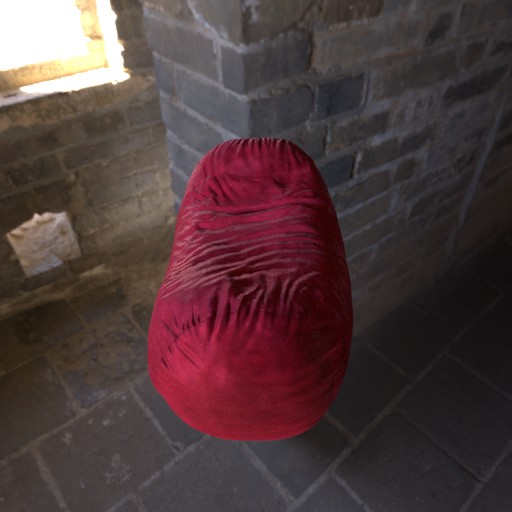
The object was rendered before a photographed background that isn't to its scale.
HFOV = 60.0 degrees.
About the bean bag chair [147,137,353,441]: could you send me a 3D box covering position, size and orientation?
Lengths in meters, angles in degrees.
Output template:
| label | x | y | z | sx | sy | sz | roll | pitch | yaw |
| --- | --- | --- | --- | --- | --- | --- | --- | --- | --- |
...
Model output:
| label | x | y | z | sx | sy | sz | roll | pitch | yaw |
| --- | --- | --- | --- | --- | --- | --- | --- | --- | --- |
| bean bag chair | 0.000 | 0.000 | 2.919 | 1.216 | 0.867 | 2.293 | 1 | 42 | 1 |
